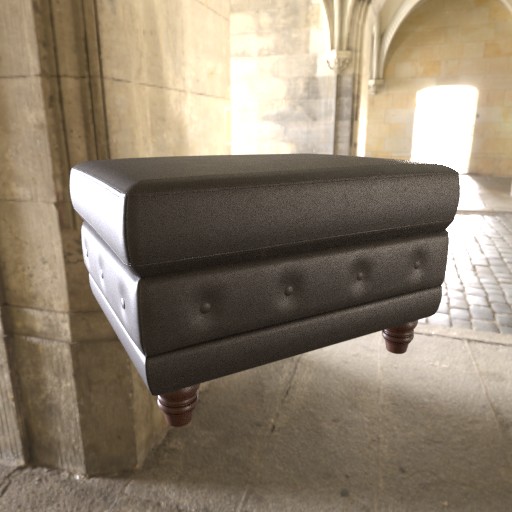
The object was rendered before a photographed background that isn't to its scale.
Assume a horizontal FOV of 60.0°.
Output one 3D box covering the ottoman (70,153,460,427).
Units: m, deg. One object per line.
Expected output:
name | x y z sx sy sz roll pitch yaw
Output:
ottoman | 0.000 0.000 1.144 0.795 0.498 0.590 -9 18 -28
